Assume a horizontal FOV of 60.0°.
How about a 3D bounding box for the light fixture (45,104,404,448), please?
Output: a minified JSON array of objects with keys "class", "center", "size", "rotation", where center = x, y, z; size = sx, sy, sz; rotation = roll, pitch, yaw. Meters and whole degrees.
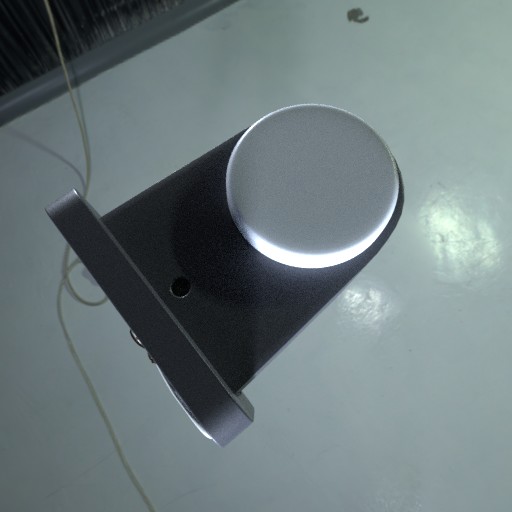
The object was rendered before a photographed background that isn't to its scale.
[{"class":"light fixture","center":[0.000,0.000,0.209],"size":[0.132,0.109,0.109],"rotation":[-38,77,-10]}]
